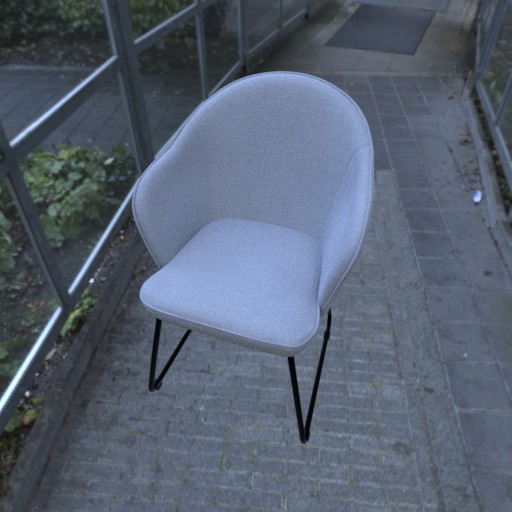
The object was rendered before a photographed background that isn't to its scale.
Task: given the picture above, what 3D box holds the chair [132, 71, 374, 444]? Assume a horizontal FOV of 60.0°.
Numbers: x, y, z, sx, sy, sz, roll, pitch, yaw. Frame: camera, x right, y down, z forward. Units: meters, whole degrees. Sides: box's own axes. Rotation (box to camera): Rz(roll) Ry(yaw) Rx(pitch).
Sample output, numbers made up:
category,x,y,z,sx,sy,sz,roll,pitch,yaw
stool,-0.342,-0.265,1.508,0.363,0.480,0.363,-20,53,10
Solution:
category,x,y,z,sx,sy,sz,roll,pitch,yaw
chair,0.000,0.000,1.233,0.570,0.817,0.592,13,42,14
